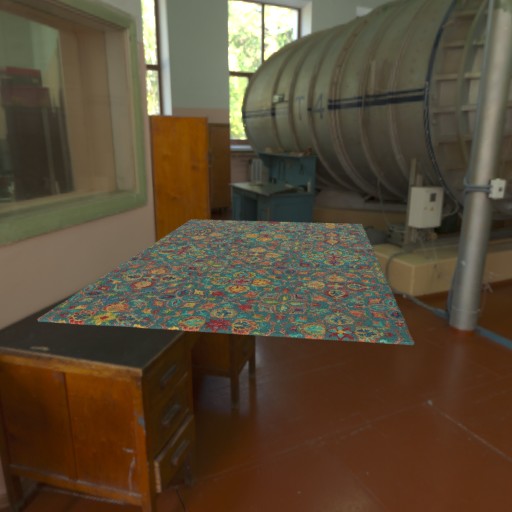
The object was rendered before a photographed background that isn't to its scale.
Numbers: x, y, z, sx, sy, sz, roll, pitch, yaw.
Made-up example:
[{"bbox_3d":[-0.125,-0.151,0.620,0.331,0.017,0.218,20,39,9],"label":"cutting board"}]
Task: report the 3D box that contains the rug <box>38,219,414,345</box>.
[{"bbox_3d":[0.000,0.000,2.845,1.527,0.016,2.290,2,15,8],"label":"rug"}]
